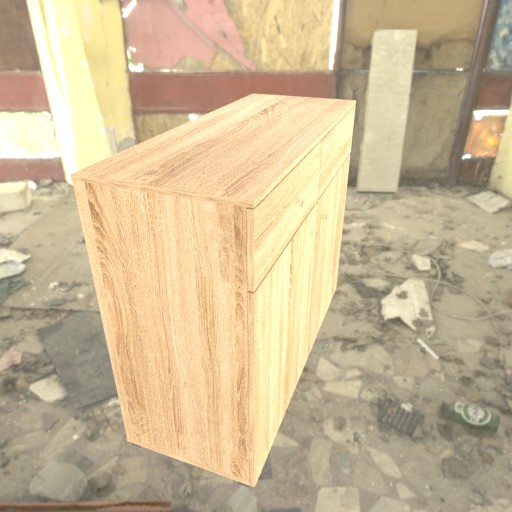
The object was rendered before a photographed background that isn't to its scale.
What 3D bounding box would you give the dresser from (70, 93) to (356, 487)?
[{"bbox_3d":[0.000,0.000,1.569,0.450,0.900,1.100,11,31,18],"label":"dresser"}]
